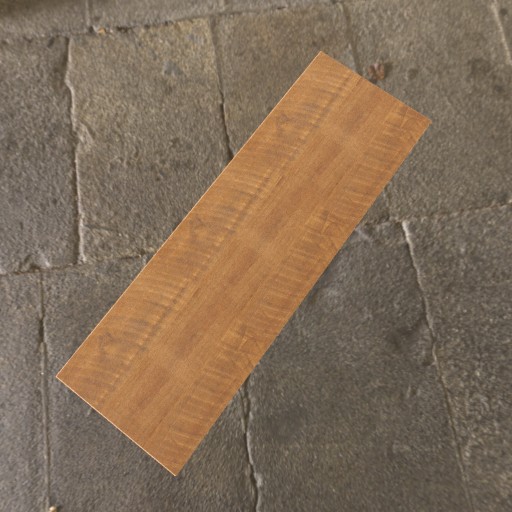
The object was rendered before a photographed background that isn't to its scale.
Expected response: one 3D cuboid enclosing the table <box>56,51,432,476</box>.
[{"bbox_3d":[0.000,0.000,1.768,0.499,0.491,1.499,36,80,8],"label":"table"}]
